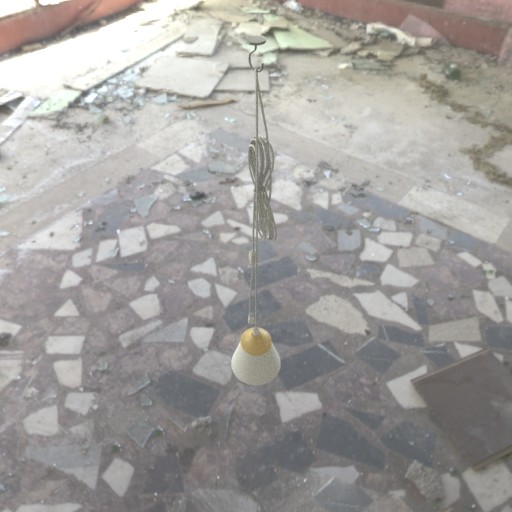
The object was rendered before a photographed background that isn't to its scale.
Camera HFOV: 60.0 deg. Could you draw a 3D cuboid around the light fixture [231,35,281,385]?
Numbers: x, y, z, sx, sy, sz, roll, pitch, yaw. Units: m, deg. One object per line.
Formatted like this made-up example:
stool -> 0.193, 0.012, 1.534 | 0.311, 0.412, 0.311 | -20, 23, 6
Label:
light fixture -> 0.000, 0.000, 1.030 | 0.153, 0.966, 0.153 | -11, 48, -11
